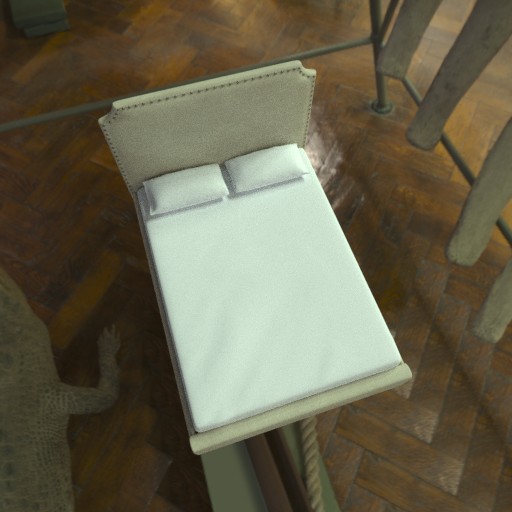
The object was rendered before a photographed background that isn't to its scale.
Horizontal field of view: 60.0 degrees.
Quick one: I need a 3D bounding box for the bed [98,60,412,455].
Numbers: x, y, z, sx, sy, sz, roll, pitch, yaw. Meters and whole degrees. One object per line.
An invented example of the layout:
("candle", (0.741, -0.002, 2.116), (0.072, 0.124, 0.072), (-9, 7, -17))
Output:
("bed", (0.000, 0.000, 3.419), (1.712, 1.443, 2.372), (-16, 65, -8))
